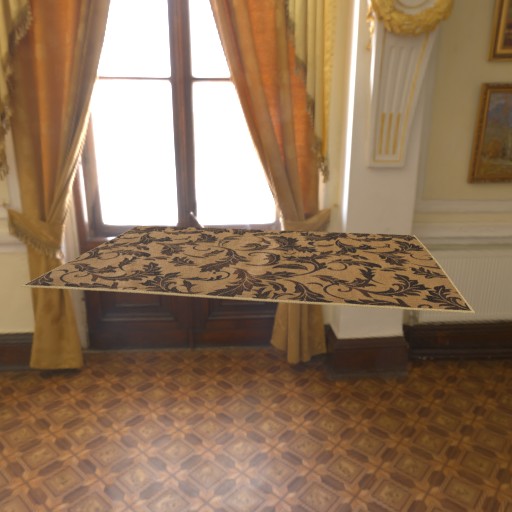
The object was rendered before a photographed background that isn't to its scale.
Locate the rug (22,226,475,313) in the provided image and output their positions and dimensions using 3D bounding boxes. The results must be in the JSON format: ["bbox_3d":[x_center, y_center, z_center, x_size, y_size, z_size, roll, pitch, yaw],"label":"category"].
[{"bbox_3d":[0.000,0.000,2.901,2.284,0.008,1.522,2,16,8],"label":"rug"}]
